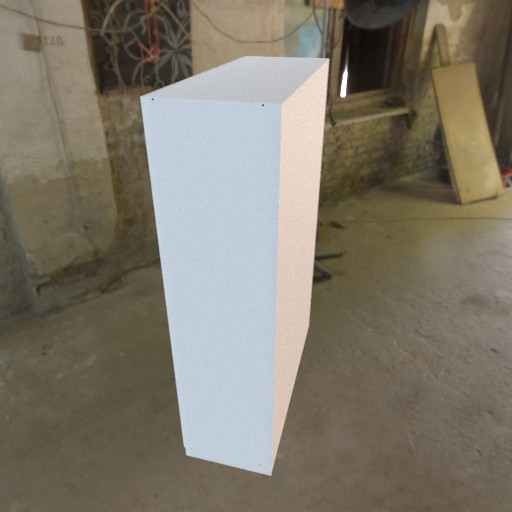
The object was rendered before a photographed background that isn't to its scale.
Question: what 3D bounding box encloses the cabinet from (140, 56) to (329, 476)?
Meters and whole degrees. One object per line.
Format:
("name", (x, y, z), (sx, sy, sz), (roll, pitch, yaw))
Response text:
("cabinet", (0.000, 0.000, 2.480), (0.510, 1.910, 1.290), (8, 31, 13))
